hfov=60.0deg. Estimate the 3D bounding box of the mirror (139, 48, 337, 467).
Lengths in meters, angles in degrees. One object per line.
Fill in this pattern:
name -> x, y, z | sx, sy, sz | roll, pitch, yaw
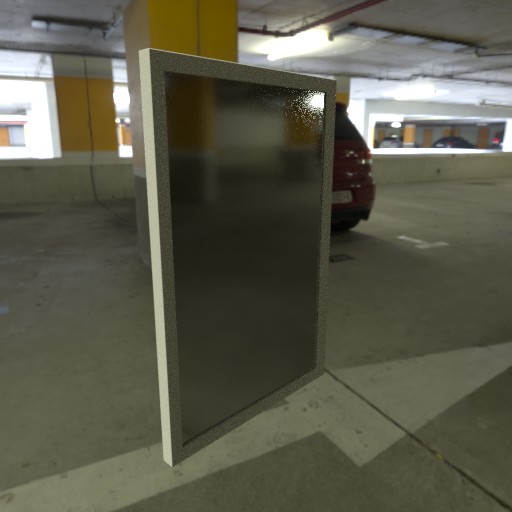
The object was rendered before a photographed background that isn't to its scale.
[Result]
mirror -> 0.000, 0.000, 1.159 | 0.041, 0.914, 0.609 | 14, 20, 42
